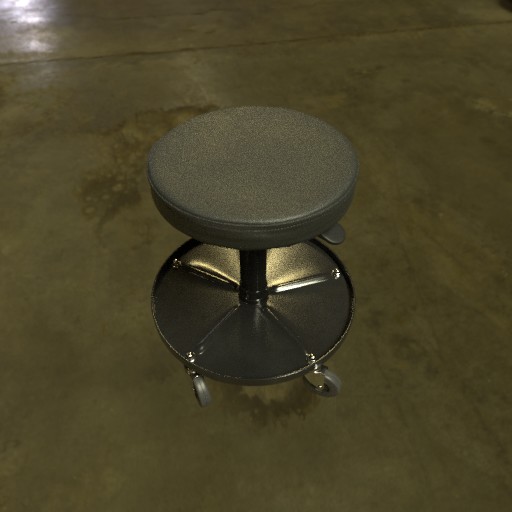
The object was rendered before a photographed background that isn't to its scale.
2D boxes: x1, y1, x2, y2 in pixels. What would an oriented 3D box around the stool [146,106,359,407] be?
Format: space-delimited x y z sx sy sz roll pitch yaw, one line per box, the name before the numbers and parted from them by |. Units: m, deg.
stool | 0.000 0.000 0.694 0.382 0.365 0.381 24 50 22
